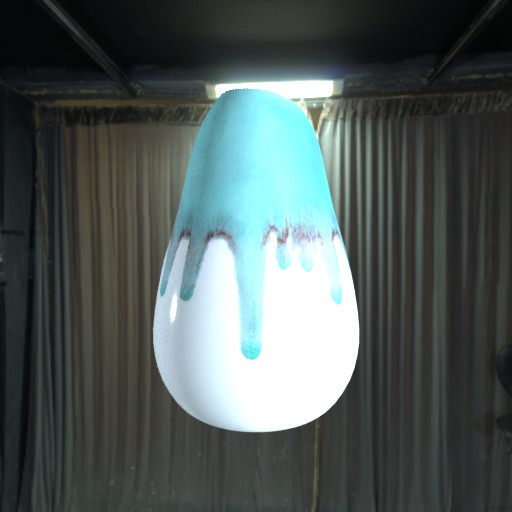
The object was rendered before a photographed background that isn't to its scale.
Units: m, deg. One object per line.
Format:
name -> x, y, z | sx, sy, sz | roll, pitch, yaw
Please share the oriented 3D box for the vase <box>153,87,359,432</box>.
vase -> 0.000, 0.000, 0.256 | 0.116, 0.179, 0.116 | 0, 1, 0
